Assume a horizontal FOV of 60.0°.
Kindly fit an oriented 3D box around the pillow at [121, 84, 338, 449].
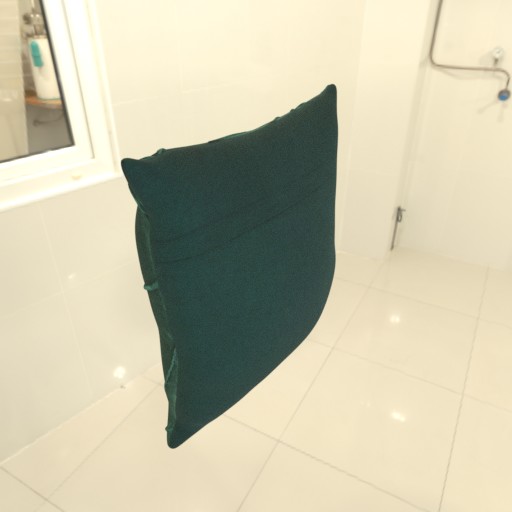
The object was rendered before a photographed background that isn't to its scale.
[{"bbox_3d":[0.000,0.000,0.677,0.184,0.440,0.439,21,37,30],"label":"pillow"}]
